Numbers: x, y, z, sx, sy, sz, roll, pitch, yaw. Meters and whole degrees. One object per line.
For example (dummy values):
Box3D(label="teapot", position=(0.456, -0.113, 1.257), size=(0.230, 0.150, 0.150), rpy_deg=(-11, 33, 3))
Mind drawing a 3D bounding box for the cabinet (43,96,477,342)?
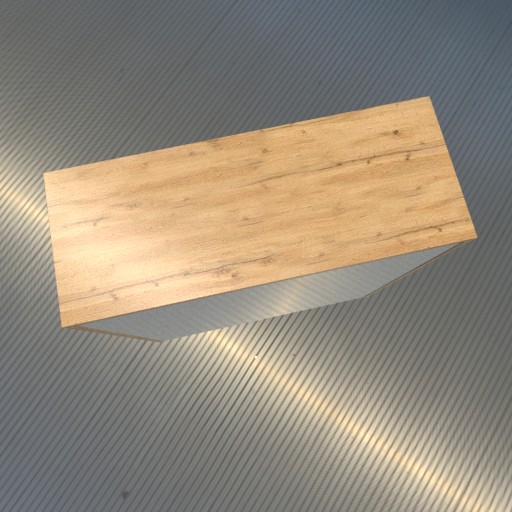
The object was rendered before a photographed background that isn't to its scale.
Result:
Box3D(label="cabinet", position=(0.000, 0.000, 1.946), size=(1.168, 1.397, 0.473), rpy_deg=(-12, 77, -3))
